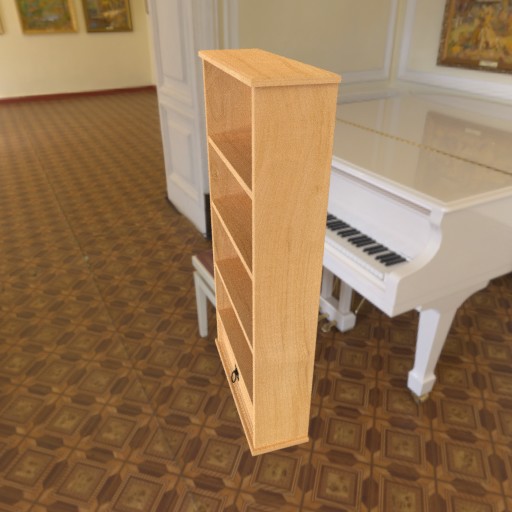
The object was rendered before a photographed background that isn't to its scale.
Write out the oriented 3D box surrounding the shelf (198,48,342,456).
[{"bbox_3d":[0.000,0.000,1.266,0.175,1.030,0.520,-8,31,-14],"label":"shelf"}]
